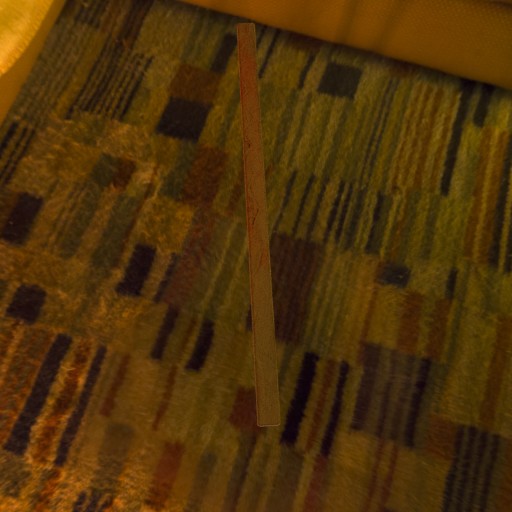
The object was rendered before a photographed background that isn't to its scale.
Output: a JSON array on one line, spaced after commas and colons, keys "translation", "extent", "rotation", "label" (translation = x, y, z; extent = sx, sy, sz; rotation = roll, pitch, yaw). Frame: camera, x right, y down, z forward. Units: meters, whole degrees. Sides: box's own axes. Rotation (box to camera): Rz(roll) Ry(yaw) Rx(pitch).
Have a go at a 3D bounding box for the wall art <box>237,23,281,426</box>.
[{"translation": [0.000, 0.000, 1.131], "extent": [0.035, 0.747, 0.747], "rotation": [-3, 74, -1], "label": "wall art"}]
